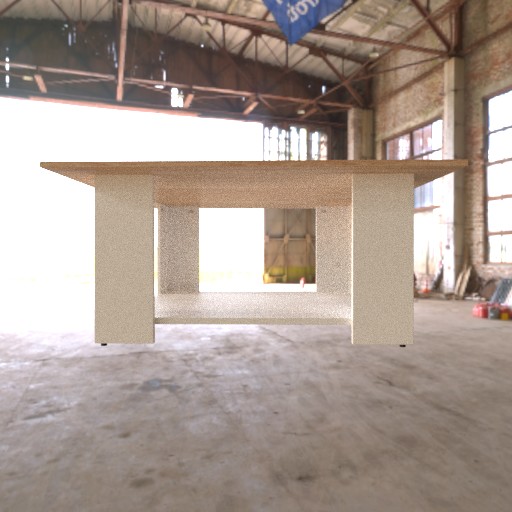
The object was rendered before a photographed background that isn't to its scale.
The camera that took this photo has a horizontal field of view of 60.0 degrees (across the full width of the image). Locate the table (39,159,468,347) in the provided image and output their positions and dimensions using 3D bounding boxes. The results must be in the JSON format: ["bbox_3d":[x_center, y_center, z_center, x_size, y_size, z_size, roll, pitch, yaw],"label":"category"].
[{"bbox_3d":[0.000,0.000,1.028,0.670,0.305,0.670,0,1,1],"label":"table"}]
